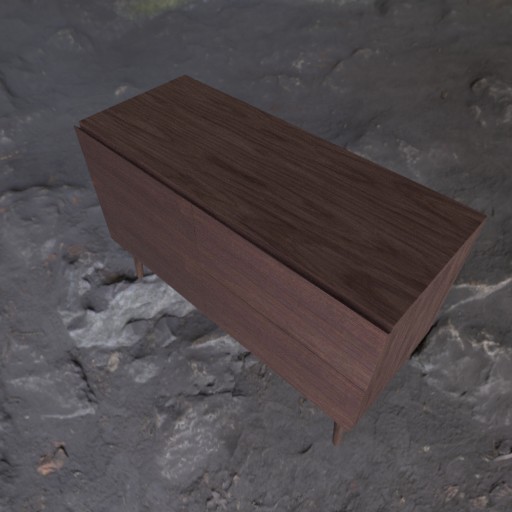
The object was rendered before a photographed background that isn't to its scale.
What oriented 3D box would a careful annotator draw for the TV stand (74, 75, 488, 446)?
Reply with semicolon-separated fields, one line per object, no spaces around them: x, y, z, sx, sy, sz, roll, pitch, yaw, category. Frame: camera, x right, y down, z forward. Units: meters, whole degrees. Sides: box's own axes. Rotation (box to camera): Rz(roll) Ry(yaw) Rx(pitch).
0.000;0.000;1.326;0.990;0.660;0.405;34;56;28;TV stand
